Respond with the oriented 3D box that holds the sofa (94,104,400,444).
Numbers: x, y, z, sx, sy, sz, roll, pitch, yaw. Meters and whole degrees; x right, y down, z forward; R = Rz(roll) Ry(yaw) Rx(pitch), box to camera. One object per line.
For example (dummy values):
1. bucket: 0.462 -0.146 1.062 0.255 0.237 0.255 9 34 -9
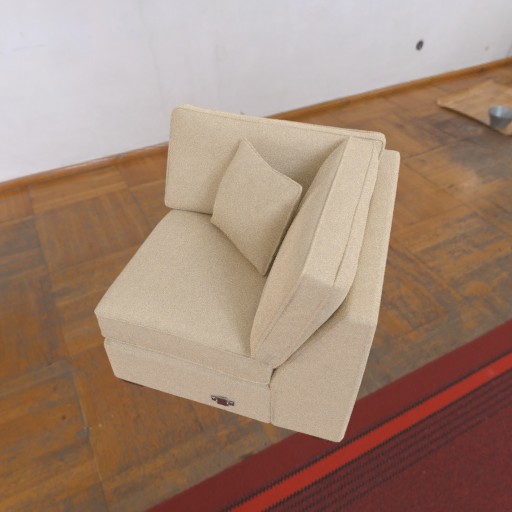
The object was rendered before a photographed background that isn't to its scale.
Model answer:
1. sofa: 0.000 0.000 2.013 1.084 1.002 1.146 12 43 13
